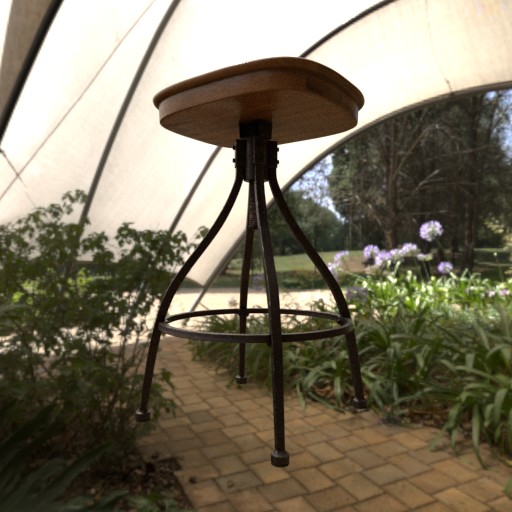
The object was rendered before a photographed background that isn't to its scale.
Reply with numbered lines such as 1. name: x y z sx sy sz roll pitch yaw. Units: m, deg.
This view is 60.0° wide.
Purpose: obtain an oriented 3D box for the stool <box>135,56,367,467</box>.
1. stool: 0.000 0.000 0.981 0.432 0.694 0.424 0 0 35
